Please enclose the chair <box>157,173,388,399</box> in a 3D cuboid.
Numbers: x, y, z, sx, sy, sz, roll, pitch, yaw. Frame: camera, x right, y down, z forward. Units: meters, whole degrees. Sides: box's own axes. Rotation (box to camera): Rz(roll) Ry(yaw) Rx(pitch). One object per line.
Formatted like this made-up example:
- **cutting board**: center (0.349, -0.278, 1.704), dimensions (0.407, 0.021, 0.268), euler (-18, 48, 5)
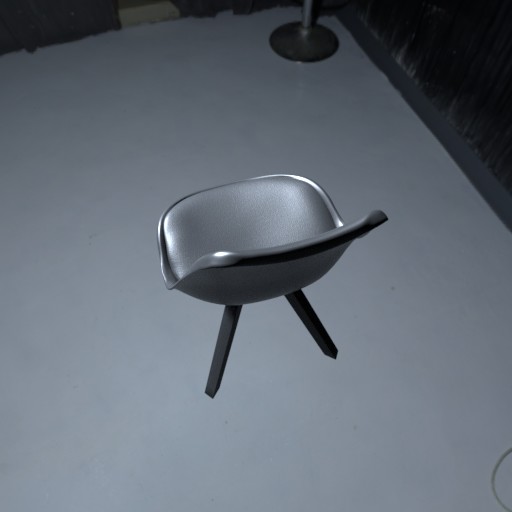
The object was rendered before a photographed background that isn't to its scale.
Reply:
- **chair**: center (0.000, 0.000, 1.167), dimensions (0.485, 0.850, 0.530), euler (-15, 59, -9)
